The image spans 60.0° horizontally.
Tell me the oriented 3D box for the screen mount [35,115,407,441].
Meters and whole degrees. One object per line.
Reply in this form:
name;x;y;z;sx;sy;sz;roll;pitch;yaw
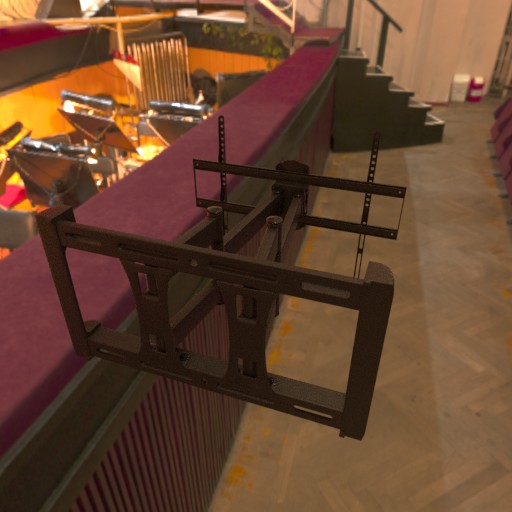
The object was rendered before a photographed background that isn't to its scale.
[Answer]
screen mount;0.000;0.000;1.100;0.661;0.491;0.644;11;34;17
